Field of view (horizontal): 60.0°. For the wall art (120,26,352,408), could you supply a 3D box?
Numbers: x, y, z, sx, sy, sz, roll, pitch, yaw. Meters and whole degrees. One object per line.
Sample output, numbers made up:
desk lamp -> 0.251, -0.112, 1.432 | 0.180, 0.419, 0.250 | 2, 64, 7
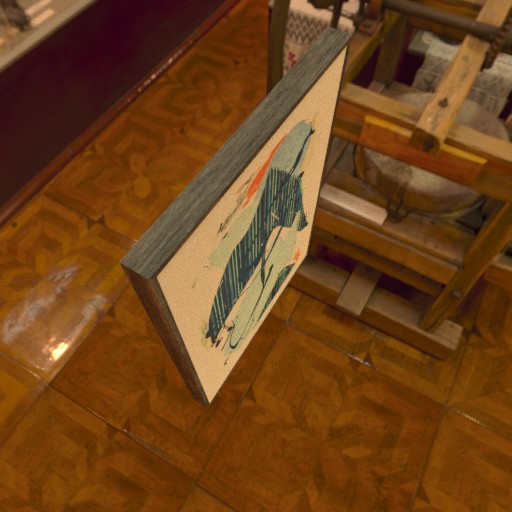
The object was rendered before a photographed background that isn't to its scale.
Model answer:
wall art -> 0.000, 0.000, 1.328 | 0.063, 1.016, 0.762 | 28, 64, 15
